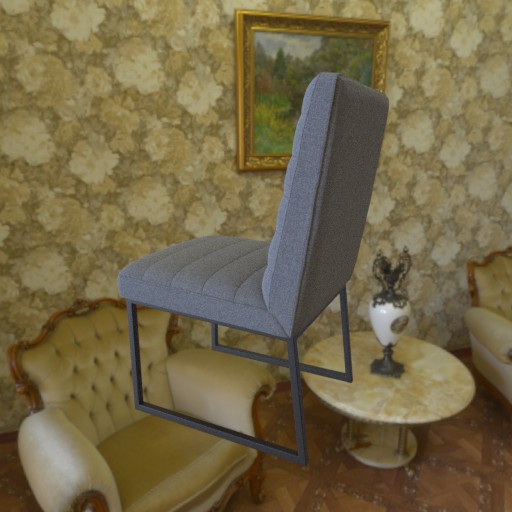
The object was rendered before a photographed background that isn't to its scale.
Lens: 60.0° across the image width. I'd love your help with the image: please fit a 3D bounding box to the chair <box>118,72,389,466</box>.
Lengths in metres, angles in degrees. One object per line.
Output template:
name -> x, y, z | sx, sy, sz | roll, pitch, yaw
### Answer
chair -> 0.000, 0.000, 1.309 | 0.634, 0.930, 0.520 | 7, 16, 25
